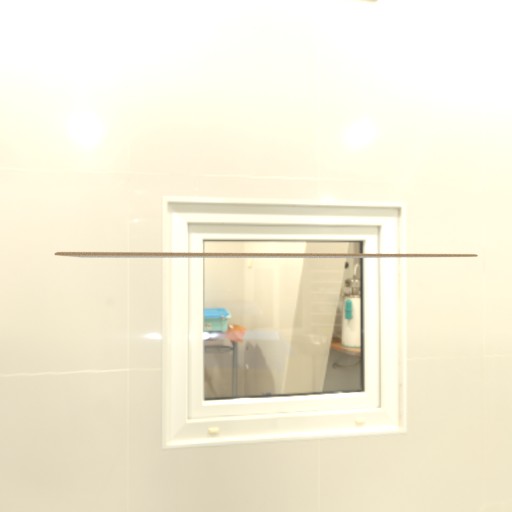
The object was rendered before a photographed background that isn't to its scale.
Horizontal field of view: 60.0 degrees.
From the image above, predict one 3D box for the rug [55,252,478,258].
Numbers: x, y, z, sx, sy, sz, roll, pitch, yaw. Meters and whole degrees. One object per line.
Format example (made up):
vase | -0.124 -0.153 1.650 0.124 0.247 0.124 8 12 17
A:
rug | 0.000 0.000 2.149 1.668 0.012 1.061 0 -1 -18
